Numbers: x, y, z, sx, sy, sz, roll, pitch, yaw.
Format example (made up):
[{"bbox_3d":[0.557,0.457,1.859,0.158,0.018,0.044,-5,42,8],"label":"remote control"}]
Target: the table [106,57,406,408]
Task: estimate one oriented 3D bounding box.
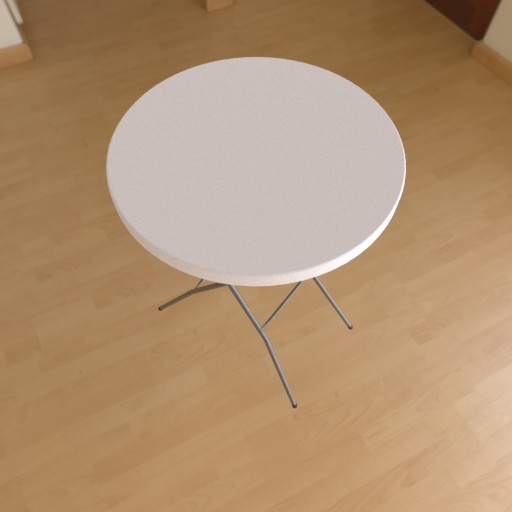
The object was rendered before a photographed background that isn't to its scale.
[{"bbox_3d":[0.000,0.000,1.652,0.795,1.105,0.792,33,64,19],"label":"table"}]
